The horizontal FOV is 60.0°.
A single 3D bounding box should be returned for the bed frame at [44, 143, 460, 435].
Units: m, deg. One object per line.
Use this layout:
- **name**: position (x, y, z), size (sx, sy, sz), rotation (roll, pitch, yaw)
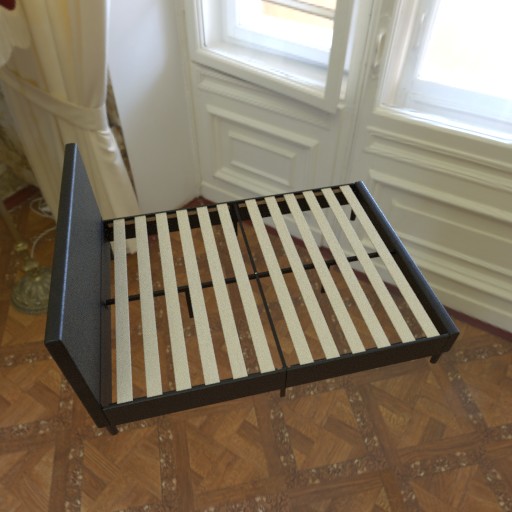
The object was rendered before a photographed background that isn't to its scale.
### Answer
- **bed frame**: position (0.000, 0.000, 3.089), size (2.318, 1.127, 1.634), rotation (-10, 48, -9)
